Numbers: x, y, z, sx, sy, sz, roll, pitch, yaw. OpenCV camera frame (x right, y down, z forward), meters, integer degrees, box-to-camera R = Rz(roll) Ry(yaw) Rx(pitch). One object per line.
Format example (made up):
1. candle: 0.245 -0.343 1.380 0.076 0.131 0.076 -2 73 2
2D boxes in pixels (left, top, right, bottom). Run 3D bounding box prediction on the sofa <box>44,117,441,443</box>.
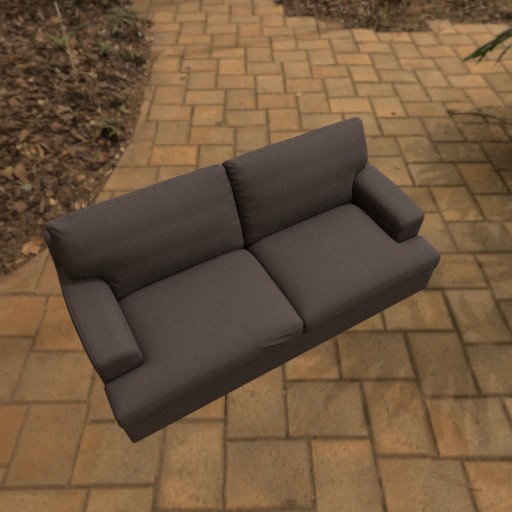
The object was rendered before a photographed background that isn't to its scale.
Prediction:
1. sofa: 0.000 0.000 2.811 2.271 0.950 1.140 -23 53 -19
